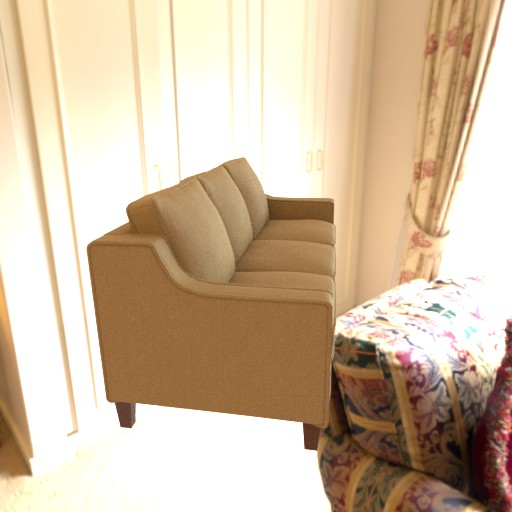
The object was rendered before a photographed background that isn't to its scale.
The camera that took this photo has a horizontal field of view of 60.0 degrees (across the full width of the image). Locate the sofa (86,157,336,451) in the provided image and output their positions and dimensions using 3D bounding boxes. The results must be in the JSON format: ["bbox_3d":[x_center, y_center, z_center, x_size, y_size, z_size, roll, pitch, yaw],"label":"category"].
[{"bbox_3d":[0.000,0.000,2.556,0.911,0.974,1.986,3,18,9],"label":"sofa"}]
